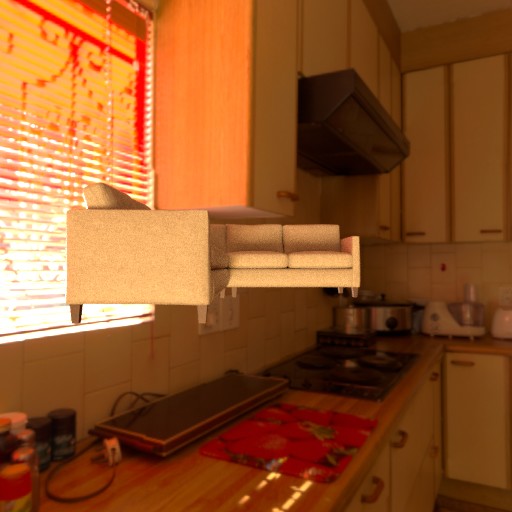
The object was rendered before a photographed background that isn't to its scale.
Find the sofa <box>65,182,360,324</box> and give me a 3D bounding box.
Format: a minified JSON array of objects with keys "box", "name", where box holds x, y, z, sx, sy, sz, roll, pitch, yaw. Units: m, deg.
[{"box":[0.000,0.000,4.439,2.522,0.934,3.333,0,-1,-1],"name":"sofa"}]
